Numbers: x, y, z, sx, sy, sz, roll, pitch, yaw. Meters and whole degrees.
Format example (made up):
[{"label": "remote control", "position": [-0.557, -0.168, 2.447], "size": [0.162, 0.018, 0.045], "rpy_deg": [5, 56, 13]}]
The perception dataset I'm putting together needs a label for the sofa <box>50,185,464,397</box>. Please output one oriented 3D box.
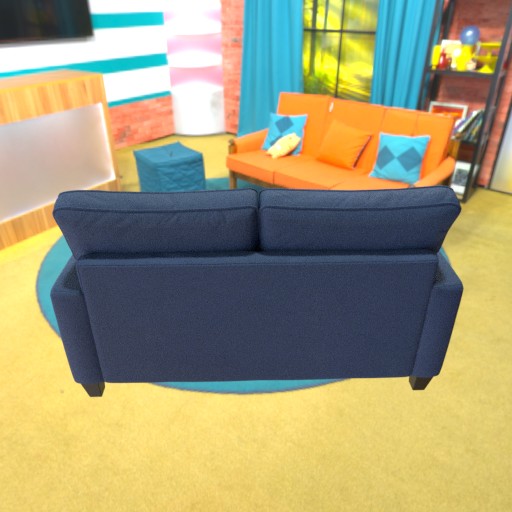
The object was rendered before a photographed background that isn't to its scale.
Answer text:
[{"label": "sofa", "position": [0.000, 0.000, 2.175], "size": [1.651, 0.965, 0.965], "rpy_deg": [-1, 30, -1]}]
